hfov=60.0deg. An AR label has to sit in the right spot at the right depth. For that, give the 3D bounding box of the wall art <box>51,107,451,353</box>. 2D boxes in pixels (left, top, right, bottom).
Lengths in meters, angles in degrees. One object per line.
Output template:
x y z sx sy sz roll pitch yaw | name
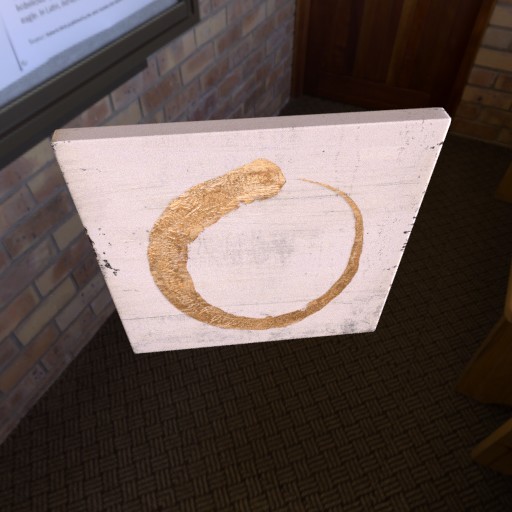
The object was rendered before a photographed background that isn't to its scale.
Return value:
0.000 0.000 0.907 0.610 0.611 0.040 -5 48 -4 | wall art
